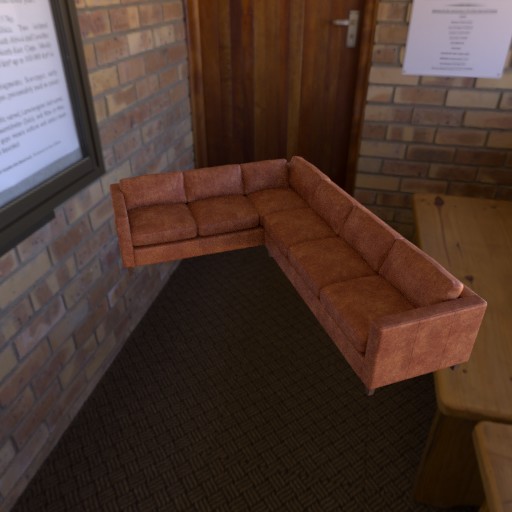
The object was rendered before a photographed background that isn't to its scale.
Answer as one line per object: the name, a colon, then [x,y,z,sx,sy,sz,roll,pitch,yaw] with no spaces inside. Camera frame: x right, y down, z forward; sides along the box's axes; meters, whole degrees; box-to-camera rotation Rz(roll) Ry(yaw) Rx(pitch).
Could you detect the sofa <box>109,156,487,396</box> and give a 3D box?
sofa: [0.000,0.000,4.230,2.438,0.838,3.150,-10,33,-16]
